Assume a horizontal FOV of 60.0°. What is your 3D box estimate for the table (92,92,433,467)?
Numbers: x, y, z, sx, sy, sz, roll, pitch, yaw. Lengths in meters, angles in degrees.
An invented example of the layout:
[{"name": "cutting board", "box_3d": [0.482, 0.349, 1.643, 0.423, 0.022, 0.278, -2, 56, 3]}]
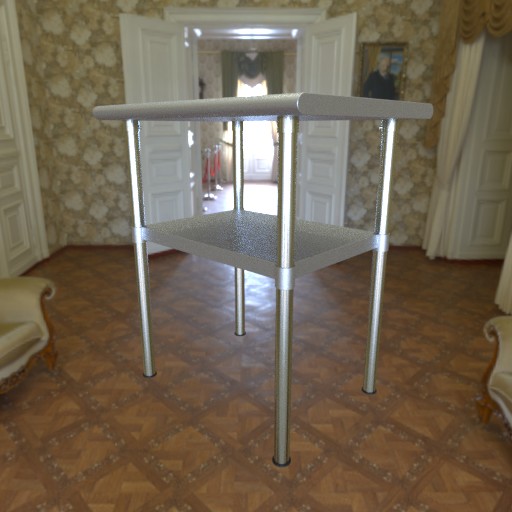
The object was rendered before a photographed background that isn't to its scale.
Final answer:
[{"name": "table", "box_3d": [0.000, 0.000, 1.358, 0.762, 0.876, 0.584, 15, 22, 42]}]
